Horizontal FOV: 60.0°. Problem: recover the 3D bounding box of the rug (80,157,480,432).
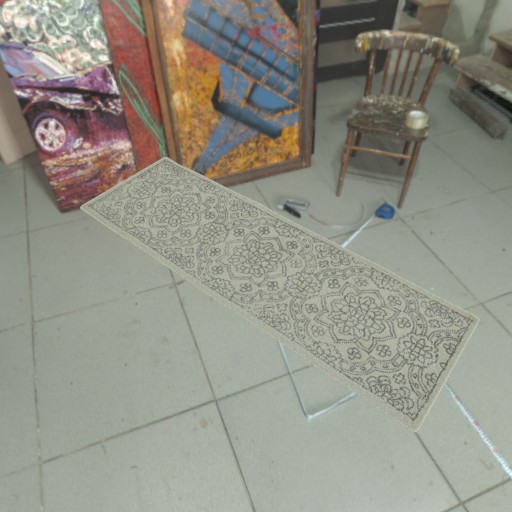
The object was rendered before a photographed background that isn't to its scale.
[{"bbox_3d":[0.000,0.000,2.669,2.431,0.006,0.806,30,53,26],"label":"rug"}]
